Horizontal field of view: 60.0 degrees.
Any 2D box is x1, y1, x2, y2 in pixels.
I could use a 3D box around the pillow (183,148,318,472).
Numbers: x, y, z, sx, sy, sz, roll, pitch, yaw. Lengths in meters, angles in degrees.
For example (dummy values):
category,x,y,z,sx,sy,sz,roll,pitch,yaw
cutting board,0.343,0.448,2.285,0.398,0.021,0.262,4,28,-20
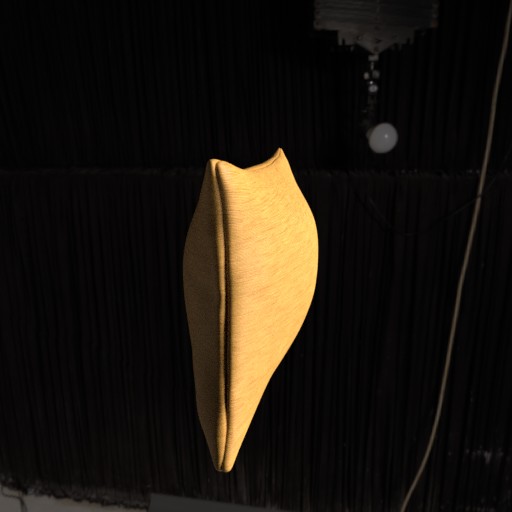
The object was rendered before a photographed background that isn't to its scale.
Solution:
category,x,y,z,sx,sy,sz,roll,pitch,yaw
pillow,0.000,0.000,0.761,0.210,0.354,0.634,2,14,8
